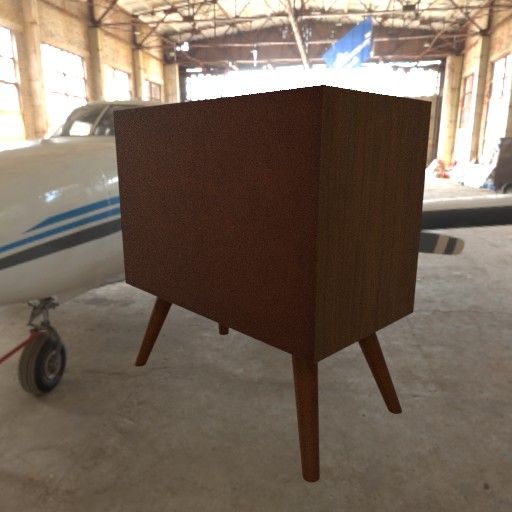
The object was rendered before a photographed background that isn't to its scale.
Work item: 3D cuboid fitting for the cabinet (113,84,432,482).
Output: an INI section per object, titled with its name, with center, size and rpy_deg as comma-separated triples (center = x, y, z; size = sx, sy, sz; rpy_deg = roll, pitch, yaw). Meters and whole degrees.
[cabinet]
center = 0.000, 0.000, 1.168
size = 0.388, 0.748, 0.712
rpy_deg = -13, 19, -43
